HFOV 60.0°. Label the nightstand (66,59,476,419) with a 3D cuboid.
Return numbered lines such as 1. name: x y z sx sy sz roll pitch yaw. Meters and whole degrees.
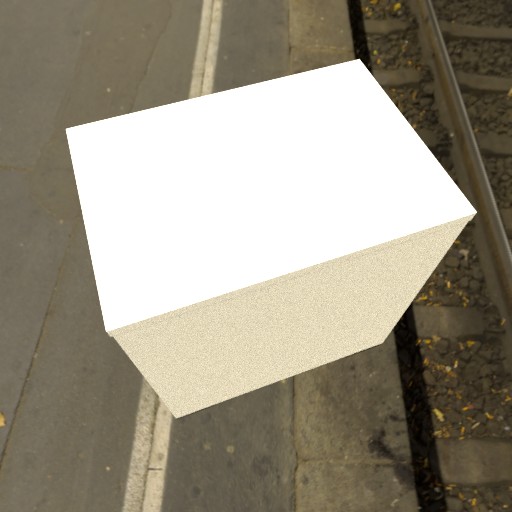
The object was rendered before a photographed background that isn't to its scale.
1. nightstand: 0.000 0.000 0.765 0.441 0.460 0.325 -17 60 -10
